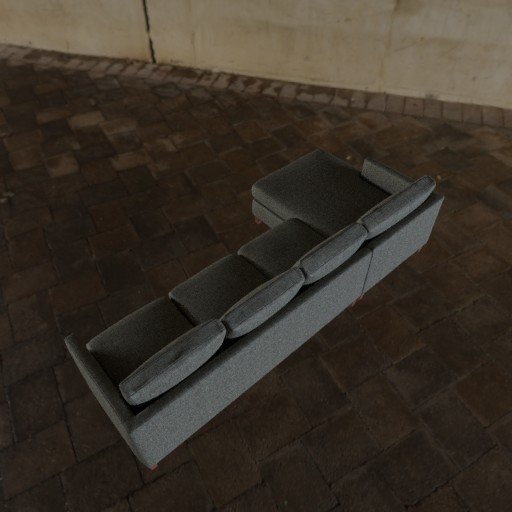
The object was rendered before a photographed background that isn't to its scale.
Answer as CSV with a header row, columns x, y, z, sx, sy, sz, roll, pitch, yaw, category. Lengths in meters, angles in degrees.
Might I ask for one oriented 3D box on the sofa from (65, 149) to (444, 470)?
x,y,z,sx,sy,sz,roll,pitch,yaw,category
0.000,0.000,4.057,3.485,0.960,1.635,-33,54,-27,sofa
